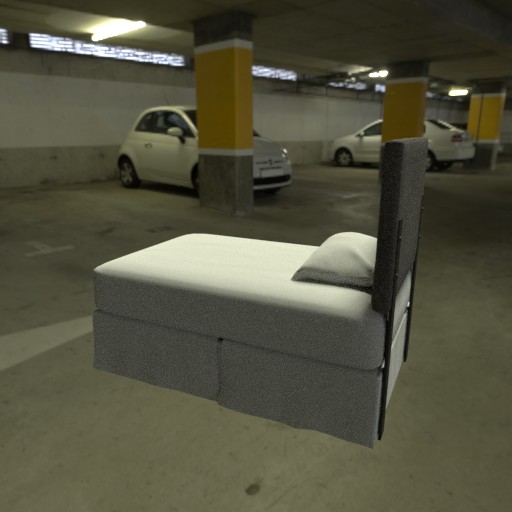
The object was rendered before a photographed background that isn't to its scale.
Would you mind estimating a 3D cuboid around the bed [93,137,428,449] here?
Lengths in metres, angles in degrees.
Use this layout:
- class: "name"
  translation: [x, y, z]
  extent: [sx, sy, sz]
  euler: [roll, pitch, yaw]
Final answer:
- class: "bed"
  translation: [0.000, 0.000, 3.033]
  extent: [1.997, 1.571, 1.261]
  euler: [7, 17, 25]
